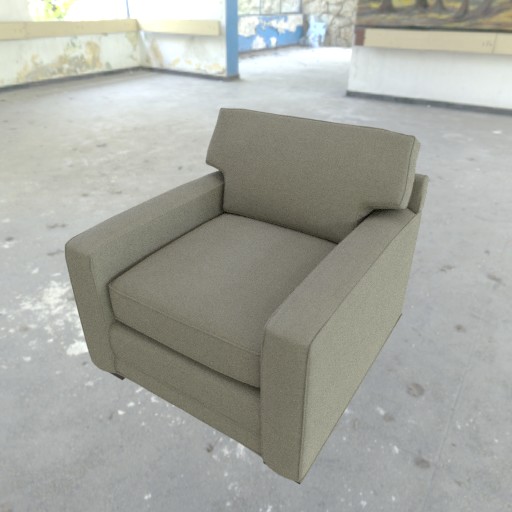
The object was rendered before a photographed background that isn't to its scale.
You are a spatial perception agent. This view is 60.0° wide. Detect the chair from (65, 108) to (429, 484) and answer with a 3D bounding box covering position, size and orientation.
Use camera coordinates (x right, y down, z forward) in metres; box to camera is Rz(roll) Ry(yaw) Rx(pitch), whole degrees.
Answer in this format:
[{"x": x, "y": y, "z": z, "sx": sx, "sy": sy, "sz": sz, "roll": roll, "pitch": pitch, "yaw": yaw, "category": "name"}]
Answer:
[{"x": 0.000, "y": 0.000, "z": 1.769, "sx": 0.999, "sy": 0.934, "sz": 1.044, "roll": 18, "pitch": 35, "yaw": 28, "category": "chair"}]
